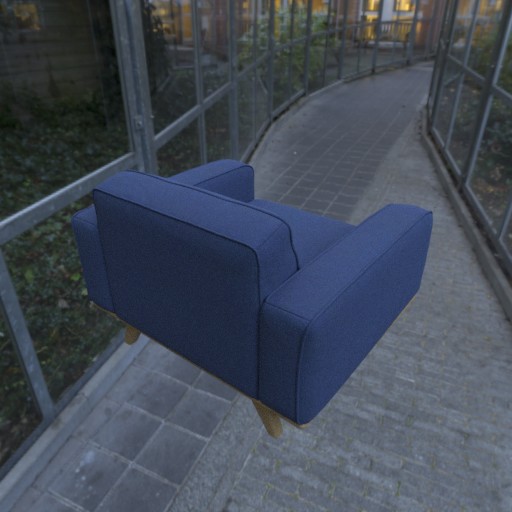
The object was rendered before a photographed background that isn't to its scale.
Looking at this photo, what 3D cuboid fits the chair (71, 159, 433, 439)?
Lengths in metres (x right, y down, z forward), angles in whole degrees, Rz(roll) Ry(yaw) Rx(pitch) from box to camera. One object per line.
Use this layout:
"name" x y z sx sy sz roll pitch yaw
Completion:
"chair" 0.000 0.000 1.813 1.118 0.783 0.953 21 36 32
